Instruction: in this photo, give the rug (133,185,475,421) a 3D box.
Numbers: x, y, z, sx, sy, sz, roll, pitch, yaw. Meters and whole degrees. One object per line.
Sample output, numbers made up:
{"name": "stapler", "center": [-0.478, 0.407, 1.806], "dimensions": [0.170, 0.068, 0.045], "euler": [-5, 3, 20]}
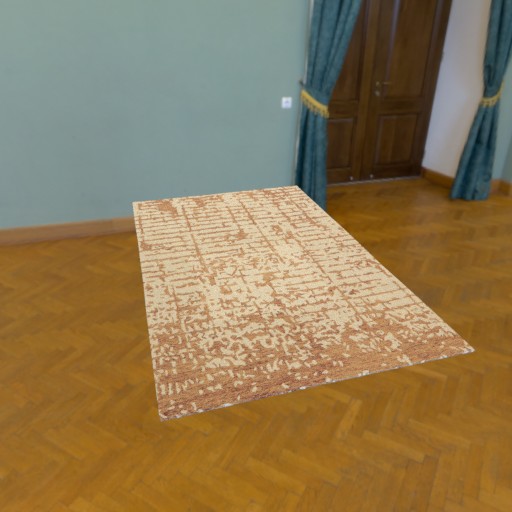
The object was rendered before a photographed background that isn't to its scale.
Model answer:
{"name": "rug", "center": [0.000, 0.000, 2.997], "dimensions": [1.517, 0.011, 2.435], "euler": [-8, 30, -14]}
